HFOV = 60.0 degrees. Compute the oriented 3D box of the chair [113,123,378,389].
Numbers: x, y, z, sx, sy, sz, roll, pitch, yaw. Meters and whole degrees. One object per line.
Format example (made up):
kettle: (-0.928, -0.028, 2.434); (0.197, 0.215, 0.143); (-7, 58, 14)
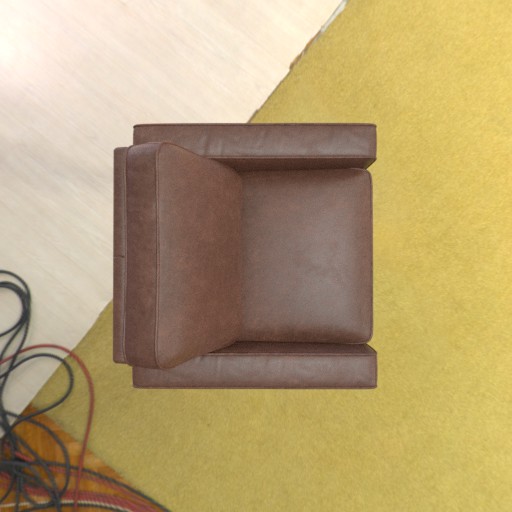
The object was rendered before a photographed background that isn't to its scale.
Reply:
chair: (0.000, 0.000, 1.755); (0.940, 0.919, 1.017); (0, 89, 1)
